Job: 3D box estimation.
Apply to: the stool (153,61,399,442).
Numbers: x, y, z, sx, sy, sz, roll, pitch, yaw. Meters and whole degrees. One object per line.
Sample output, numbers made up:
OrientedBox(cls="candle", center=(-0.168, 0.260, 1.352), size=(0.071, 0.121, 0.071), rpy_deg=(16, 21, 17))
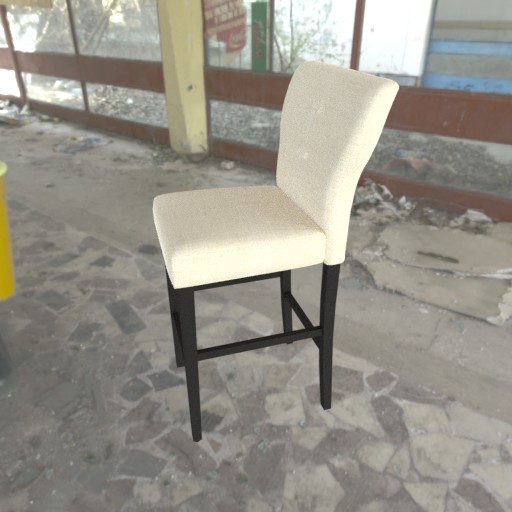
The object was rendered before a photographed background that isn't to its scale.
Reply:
OrientedBox(cls="stool", center=(0.000, 0.000, 1.450), size=(0.603, 1.124, 0.516), rpy_deg=(-8, 30, -15))
